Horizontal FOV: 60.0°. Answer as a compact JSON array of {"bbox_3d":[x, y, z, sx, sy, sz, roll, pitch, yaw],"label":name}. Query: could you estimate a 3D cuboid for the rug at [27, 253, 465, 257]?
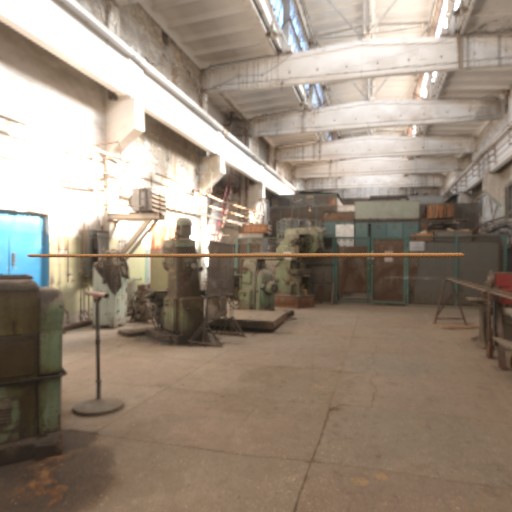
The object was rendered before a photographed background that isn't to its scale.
[{"bbox_3d":[0.000,0.000,2.101,1.678,0.013,1.078,0,0,18],"label":"rug"}]
